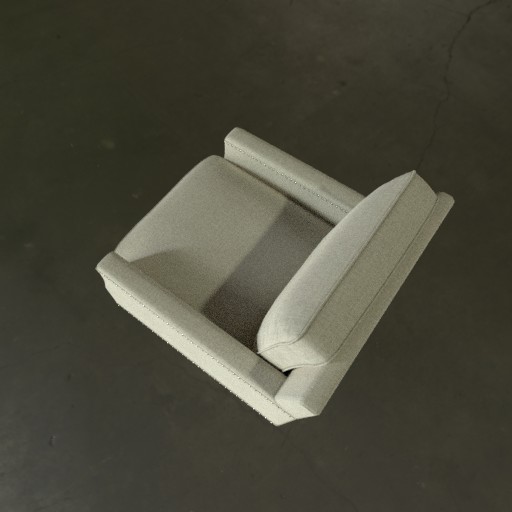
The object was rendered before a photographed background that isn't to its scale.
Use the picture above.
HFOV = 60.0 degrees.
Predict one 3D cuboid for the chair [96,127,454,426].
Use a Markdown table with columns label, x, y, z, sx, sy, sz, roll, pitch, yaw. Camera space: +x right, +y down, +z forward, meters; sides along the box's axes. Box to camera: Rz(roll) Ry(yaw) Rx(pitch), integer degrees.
| label | x | y | z | sx | sy | sz | roll | pitch | yaw |
| --- | --- | --- | --- | --- | --- | --- | --- | --- | --- |
| chair | 0.000 | 0.000 | 1.727 | 1.014 | 0.943 | 0.853 | 33 | 67 | 16 |
